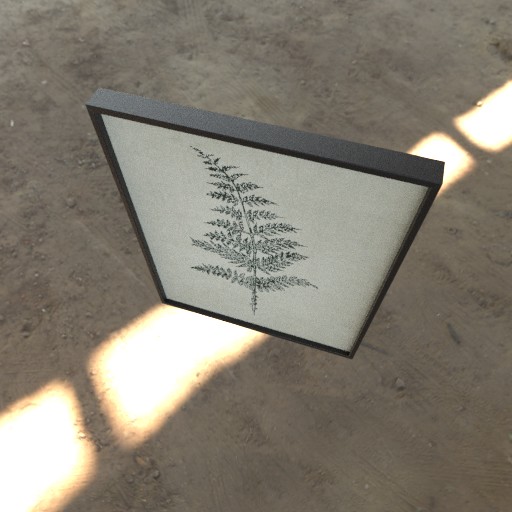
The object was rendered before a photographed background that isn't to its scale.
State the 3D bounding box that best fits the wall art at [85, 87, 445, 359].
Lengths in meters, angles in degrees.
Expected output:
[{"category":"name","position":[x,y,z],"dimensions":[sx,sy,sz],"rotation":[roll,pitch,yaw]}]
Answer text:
[{"category":"wall art","position":[0.000,0.000,0.773],"dimensions":[0.449,0.555,0.039],"rotation":[15,58,10]}]
